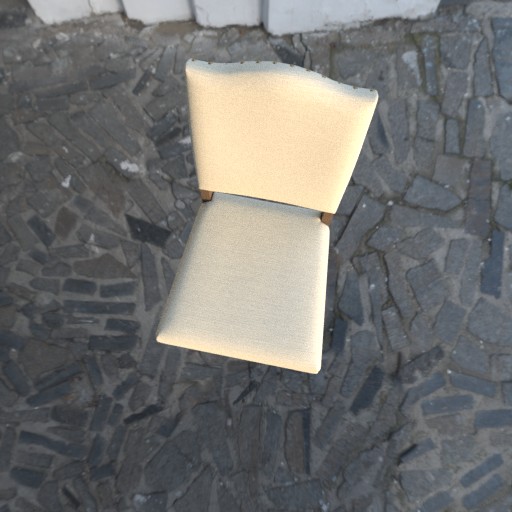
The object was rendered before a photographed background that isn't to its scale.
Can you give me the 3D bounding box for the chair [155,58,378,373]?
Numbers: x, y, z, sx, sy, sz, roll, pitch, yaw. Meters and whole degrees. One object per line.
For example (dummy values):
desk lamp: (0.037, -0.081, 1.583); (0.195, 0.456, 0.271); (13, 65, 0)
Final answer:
chair: (0.000, 0.000, 1.364); (0.508, 1.015, 0.619); (11, 75, 3)
